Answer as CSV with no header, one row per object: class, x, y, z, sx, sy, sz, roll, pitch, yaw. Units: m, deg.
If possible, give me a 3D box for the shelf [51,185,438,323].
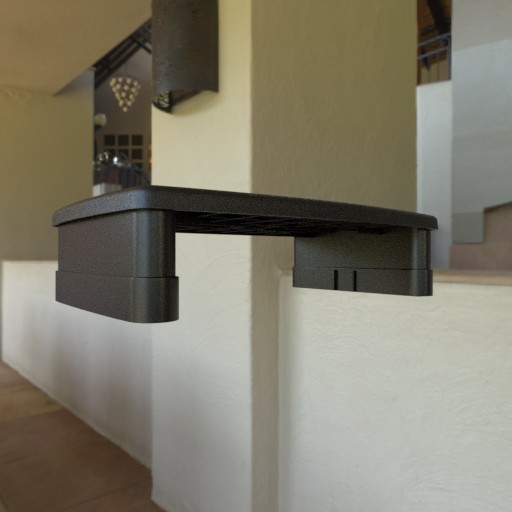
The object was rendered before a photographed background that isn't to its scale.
shelf,0.000,0.000,0.522,0.410,0.100,0.280,0,0,-38
